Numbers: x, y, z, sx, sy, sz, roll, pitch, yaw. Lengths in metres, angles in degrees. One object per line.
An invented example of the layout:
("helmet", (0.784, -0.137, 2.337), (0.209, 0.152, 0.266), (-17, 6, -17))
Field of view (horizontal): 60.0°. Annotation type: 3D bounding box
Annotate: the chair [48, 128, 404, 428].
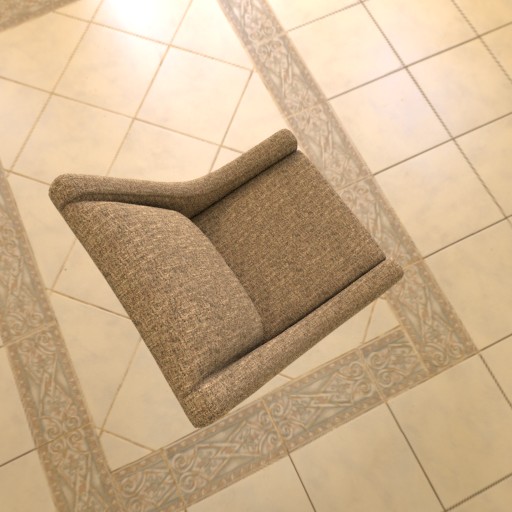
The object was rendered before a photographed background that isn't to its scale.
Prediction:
("chair", (0.000, 0.000, 1.635), (0.870, 1.014, 0.774), (-34, 78, -9))
